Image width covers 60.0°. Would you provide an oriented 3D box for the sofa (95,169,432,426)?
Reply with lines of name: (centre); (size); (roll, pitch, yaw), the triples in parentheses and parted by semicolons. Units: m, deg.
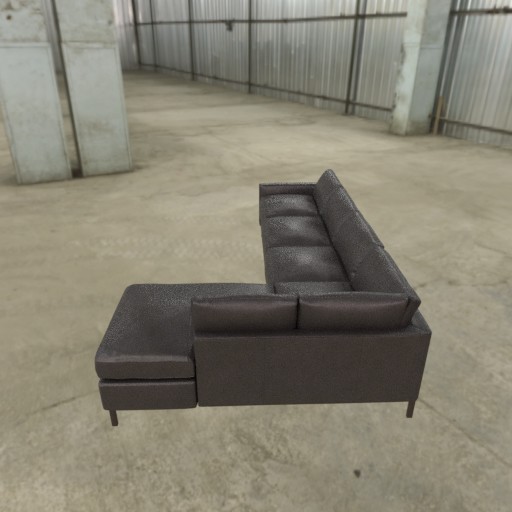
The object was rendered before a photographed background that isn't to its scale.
sofa: (0.000, 0.000, 3.872); (1.938, 0.877, 2.984); (-1, 26, -1)
